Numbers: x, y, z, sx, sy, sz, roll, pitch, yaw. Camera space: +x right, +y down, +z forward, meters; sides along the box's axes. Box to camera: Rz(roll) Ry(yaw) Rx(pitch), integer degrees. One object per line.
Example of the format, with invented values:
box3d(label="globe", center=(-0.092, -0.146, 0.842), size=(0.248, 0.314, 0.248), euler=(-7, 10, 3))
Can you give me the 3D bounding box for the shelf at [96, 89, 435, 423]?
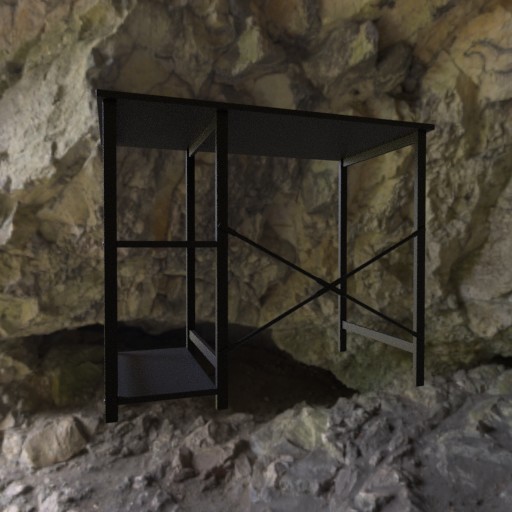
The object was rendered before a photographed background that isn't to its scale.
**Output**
box3d(label="shelf", center=(0.000, 0.000, 1.356), size=(0.902, 0.749, 0.498), euler=(0, 1, -18))
